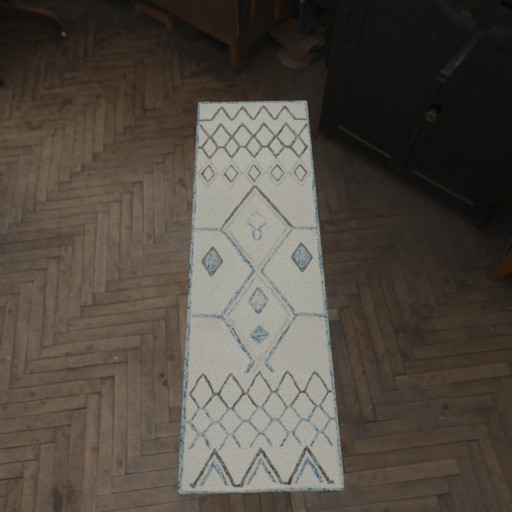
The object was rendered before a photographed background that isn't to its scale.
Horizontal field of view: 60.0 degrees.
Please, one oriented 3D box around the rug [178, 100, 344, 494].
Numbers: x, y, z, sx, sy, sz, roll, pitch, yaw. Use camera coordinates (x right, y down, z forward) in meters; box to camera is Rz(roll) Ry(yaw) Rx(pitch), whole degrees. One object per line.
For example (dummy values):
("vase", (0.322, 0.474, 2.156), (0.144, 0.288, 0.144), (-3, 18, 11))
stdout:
("rug", (0.000, 0.000, 2.586), (0.770, 0.013, 2.434), (-1, 63, -1))
